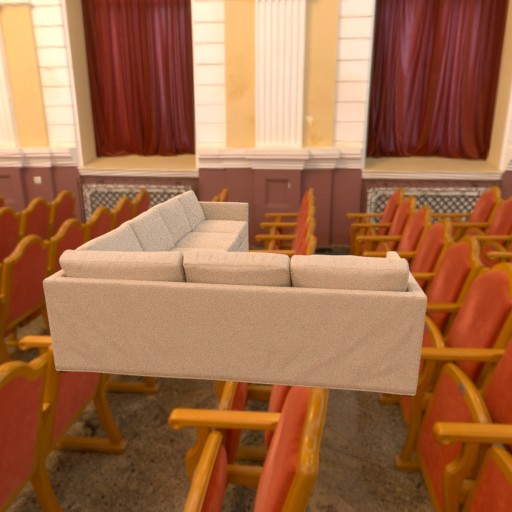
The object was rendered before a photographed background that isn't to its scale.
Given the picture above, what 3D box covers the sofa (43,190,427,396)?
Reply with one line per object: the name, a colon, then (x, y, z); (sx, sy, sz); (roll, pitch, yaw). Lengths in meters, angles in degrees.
sofa: (0.000, 0.000, 4.299); (2.432, 0.871, 3.182); (2, 17, 7)
